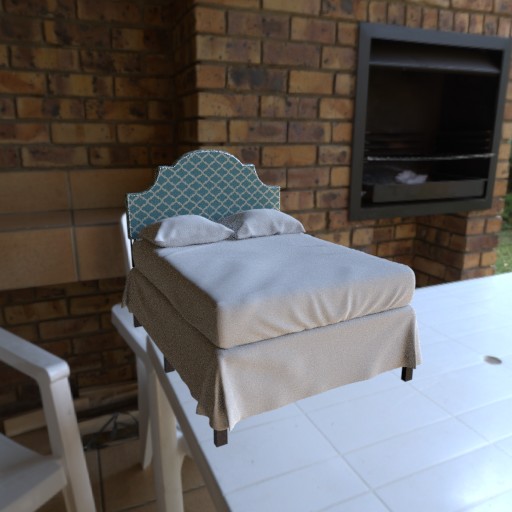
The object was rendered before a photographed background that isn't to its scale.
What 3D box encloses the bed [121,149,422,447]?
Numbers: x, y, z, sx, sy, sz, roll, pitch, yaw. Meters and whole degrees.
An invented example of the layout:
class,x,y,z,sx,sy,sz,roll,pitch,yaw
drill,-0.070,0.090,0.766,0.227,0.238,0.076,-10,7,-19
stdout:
class,x,y,z,sx,sy,sz,roll,pitch,yaw
bed,0.000,0.000,3.564,1.780,1.633,2.222,-8,17,-28
